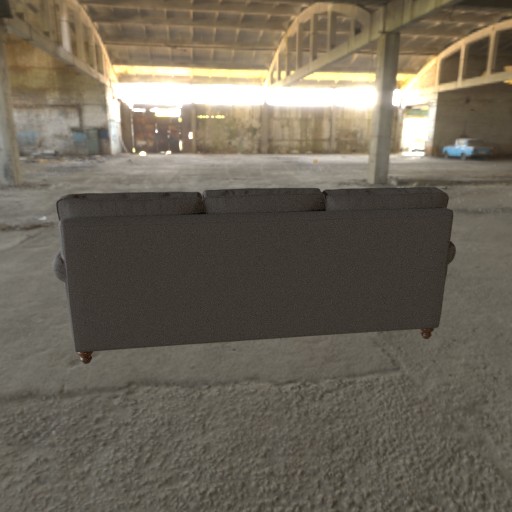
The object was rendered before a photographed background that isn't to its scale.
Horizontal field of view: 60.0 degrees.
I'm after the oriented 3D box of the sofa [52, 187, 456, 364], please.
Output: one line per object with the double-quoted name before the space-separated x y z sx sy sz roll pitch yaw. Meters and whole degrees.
"sofa" 0.000 0.000 2.912 2.353 0.948 0.966 -2 15 -8
